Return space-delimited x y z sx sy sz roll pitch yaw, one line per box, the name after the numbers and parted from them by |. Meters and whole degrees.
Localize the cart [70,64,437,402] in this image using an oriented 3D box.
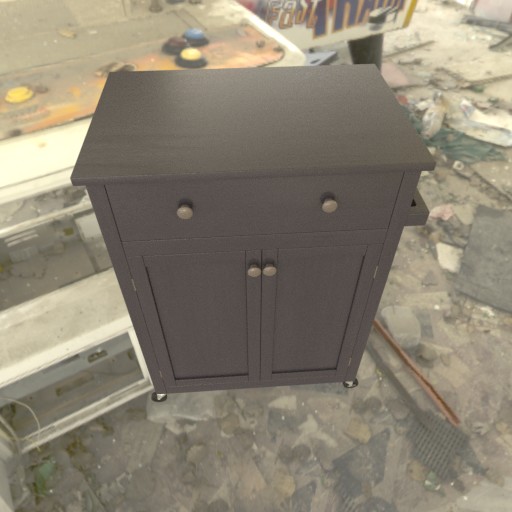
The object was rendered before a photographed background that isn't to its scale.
0.000 0.000 1.256 0.690 0.878 0.449 -3 46 -3 | cart
